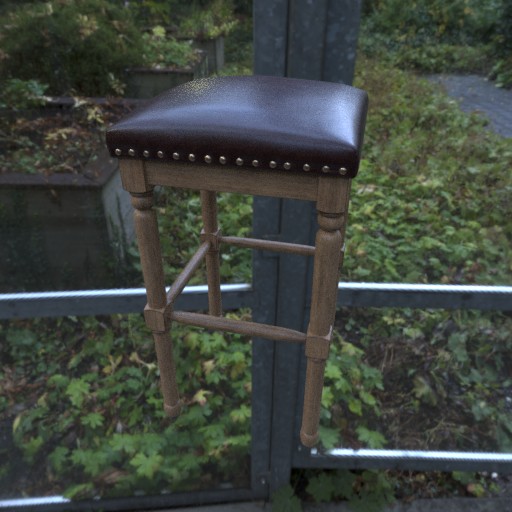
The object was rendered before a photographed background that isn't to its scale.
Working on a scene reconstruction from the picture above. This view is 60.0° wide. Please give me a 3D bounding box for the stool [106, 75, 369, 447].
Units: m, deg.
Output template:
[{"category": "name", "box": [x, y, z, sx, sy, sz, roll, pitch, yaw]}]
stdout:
[{"category": "stool", "box": [0.000, 0.000, 0.939, 0.382, 0.702, 0.383, 7, 32, 12]}]
